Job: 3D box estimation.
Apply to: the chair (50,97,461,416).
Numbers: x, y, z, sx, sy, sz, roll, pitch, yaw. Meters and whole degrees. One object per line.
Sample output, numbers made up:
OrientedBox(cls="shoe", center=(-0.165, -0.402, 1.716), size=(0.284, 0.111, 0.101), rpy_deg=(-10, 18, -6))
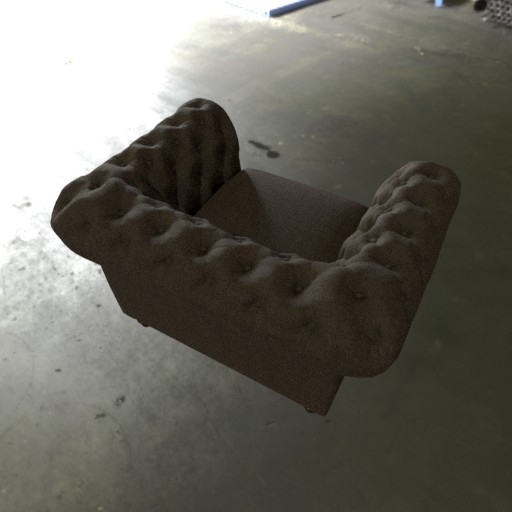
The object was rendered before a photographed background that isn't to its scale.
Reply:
OrientedBox(cls="chair", center=(0.000, 0.000, 1.819), size=(1.298, 0.780, 0.945), rpy_deg=(22, 50, 20))
